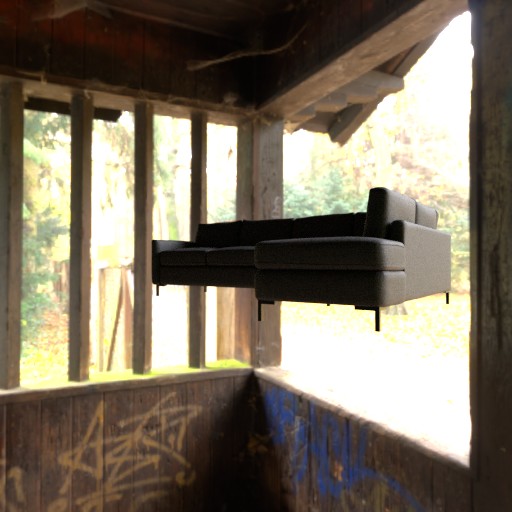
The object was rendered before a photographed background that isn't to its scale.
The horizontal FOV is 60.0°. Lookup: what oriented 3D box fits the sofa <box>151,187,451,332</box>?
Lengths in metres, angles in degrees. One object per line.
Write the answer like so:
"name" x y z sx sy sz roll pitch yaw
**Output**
"sofa" 0.000 0.000 3.956 2.972 0.858 1.984 -1 -1 34
